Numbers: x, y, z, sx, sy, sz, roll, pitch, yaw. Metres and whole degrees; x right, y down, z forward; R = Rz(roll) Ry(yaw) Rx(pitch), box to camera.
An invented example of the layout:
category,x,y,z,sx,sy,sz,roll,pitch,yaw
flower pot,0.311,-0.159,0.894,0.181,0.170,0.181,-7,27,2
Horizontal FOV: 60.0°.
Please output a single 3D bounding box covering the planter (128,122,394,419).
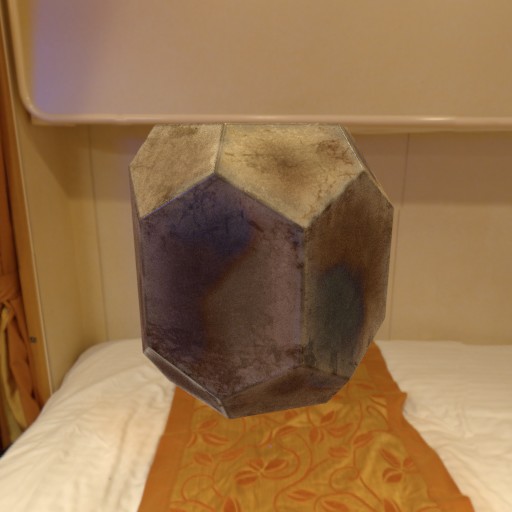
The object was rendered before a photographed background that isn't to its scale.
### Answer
category,x,y,z,sx,sy,sz,roll,pitch,yaw
planter,0.000,0.000,0.421,0.221,0.238,0.243,14,21,43
